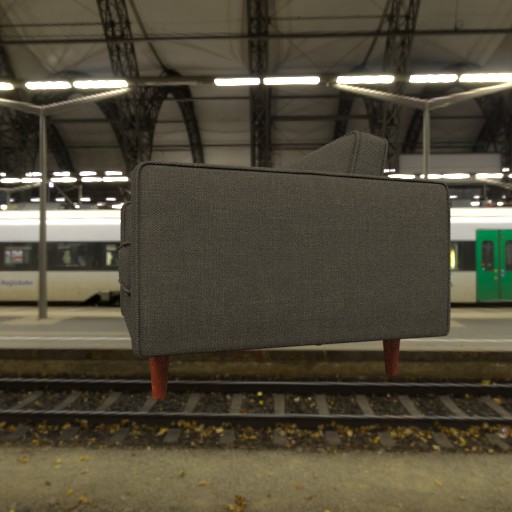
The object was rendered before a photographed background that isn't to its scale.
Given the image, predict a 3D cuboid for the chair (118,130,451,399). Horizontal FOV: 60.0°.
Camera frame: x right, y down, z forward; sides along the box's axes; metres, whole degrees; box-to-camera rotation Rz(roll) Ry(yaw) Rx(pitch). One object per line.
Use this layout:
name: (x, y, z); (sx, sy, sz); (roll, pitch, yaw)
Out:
chair: (0.000, 0.000, 1.560); (0.919, 0.770, 0.899); (0, 0, -19)
